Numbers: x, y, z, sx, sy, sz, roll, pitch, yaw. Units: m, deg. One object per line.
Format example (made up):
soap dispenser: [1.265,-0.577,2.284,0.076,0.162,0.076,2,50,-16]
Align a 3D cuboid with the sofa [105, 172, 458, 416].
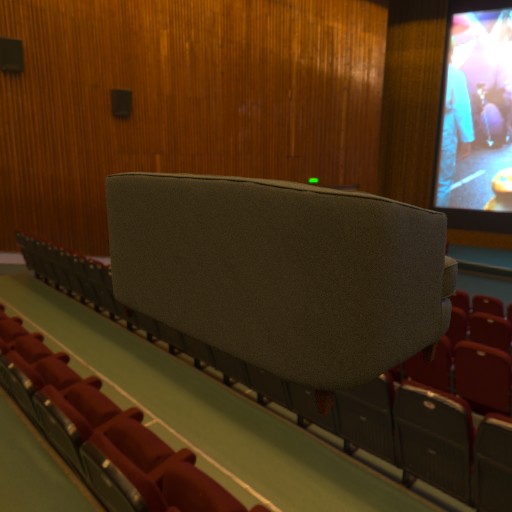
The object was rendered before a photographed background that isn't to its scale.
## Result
sofa: [0.000,0.000,2.284,0.941,0.855,1.733,-13,18,-44]
